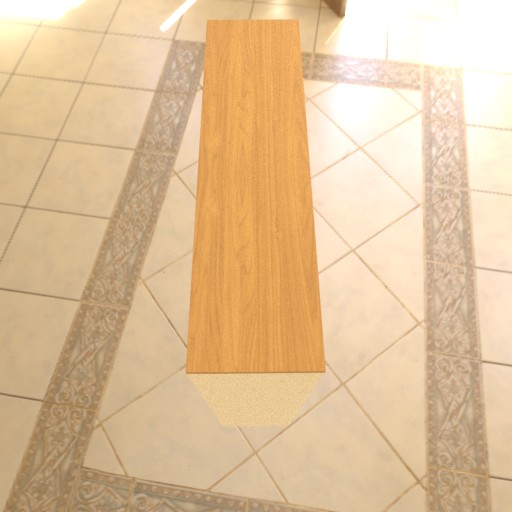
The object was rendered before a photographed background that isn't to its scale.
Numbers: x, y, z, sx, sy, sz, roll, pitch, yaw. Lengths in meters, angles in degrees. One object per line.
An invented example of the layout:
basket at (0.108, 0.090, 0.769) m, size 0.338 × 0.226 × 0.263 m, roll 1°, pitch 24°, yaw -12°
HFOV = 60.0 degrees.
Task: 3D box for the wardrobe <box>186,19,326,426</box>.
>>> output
wardrobe at (0.000, 0.000, 3.289) m, size 0.590 × 2.260 × 2.160 m, roll 0°, pitch 64°, yaw 0°
